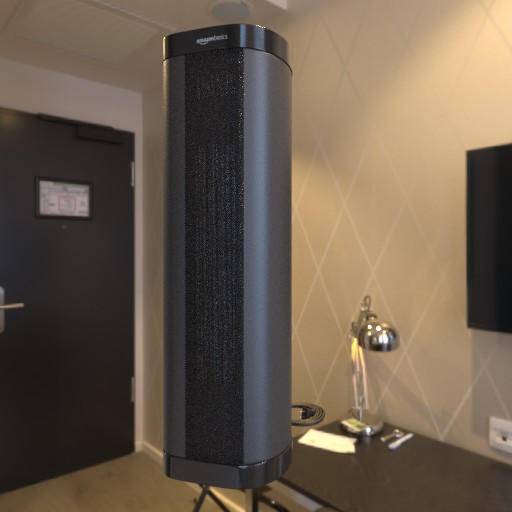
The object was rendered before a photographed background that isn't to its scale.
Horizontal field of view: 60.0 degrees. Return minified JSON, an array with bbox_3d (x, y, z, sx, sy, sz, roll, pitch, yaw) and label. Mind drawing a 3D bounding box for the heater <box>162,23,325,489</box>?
[{"bbox_3d":[0.000,0.000,0.676,0.174,0.552,0.312,0,0,19],"label":"heater"}]
